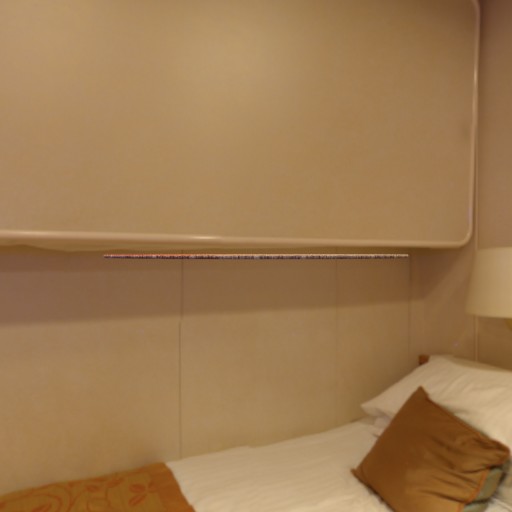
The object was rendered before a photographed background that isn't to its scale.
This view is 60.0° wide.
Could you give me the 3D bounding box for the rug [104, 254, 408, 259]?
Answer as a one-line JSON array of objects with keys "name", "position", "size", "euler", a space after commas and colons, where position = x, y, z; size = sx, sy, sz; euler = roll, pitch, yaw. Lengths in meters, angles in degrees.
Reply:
[{"name": "rug", "position": [0.000, 0.000, 2.325], "size": [1.514, 0.015, 1.514], "euler": [0, 0, 0]}]
